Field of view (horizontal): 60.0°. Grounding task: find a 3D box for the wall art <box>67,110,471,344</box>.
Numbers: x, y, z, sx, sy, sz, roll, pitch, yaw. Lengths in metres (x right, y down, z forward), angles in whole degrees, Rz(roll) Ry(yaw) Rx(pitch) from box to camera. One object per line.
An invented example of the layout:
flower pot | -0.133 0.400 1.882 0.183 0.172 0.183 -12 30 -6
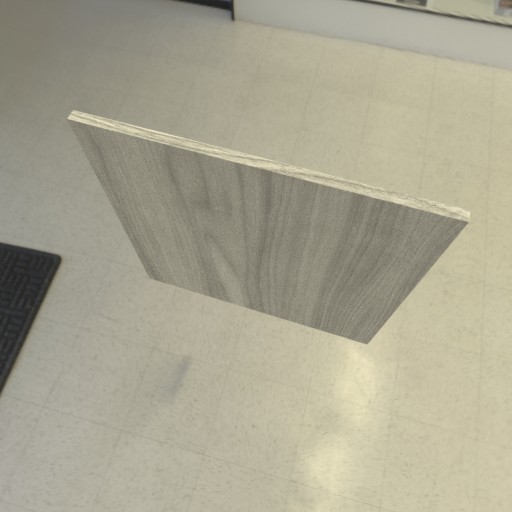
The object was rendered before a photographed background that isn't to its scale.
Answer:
wall art | 0.000 0.000 0.763 0.508 0.507 0.016 16 64 8
